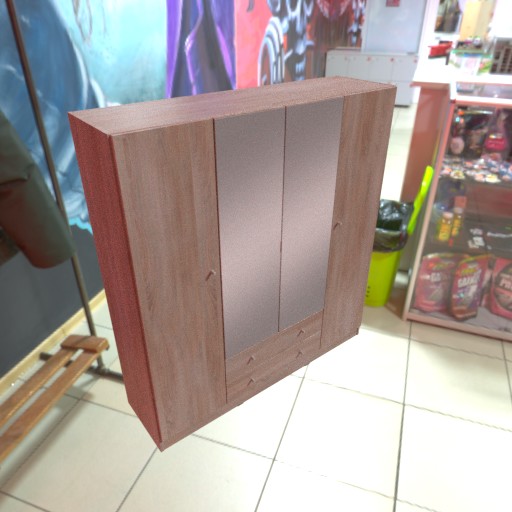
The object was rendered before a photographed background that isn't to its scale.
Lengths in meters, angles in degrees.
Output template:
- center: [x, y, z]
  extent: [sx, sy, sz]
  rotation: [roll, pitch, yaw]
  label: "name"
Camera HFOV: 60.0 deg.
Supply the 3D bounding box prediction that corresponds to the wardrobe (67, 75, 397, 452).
- center: [0.000, 0.000, 3.154]
  extent: [1.998, 2.159, 0.598]
  rotation: [-21, 37, -32]
  label: "wardrobe"
